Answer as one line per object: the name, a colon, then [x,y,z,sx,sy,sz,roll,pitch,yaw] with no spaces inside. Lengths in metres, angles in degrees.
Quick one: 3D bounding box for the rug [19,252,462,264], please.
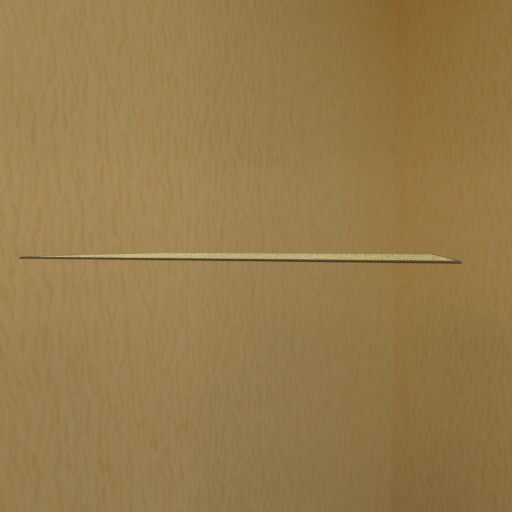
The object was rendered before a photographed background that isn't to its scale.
rug: [0.000,0.000,2.718,2.133,0.012,1.523,0,1,18]
